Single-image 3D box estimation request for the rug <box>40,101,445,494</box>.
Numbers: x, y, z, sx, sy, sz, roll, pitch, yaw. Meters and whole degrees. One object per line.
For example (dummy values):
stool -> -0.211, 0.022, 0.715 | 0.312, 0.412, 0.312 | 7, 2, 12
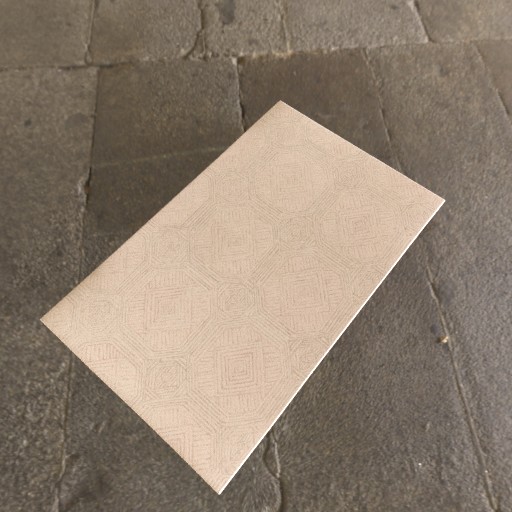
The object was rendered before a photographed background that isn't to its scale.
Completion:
rug -> 0.000, 0.000, 3.002 | 1.524, 0.008, 2.440 | 37, 69, 17
